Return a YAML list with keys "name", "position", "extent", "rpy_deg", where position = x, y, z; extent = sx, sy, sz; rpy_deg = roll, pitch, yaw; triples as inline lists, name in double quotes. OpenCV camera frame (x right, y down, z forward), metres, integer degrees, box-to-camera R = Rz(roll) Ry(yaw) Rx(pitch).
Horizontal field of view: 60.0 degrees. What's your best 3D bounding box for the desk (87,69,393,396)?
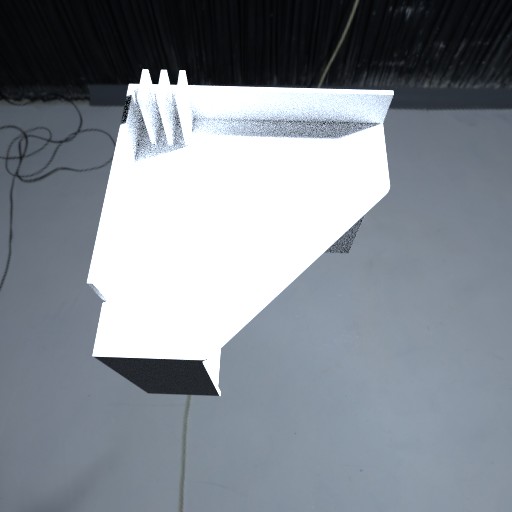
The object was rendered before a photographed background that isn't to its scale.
- name: "desk"
  position: [0.000, 0.000, 1.748]
  extent: [0.940, 0.986, 0.940]
  rpy_deg: [2, 65, 1]
